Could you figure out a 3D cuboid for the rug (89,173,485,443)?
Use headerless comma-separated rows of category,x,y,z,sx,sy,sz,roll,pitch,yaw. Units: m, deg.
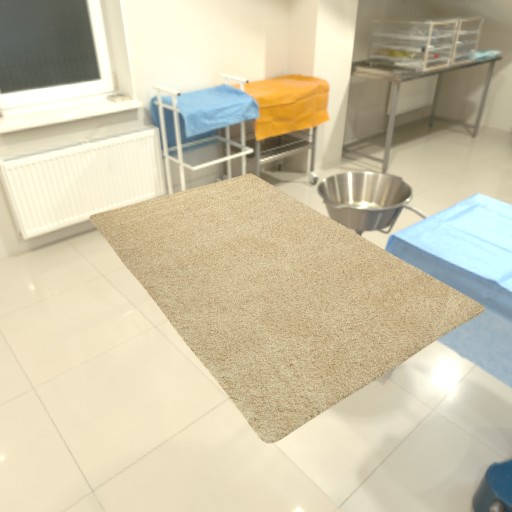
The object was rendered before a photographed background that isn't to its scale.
rug,0.000,0.000,2.917,1.500,0.025,2.349,-20,38,-28
